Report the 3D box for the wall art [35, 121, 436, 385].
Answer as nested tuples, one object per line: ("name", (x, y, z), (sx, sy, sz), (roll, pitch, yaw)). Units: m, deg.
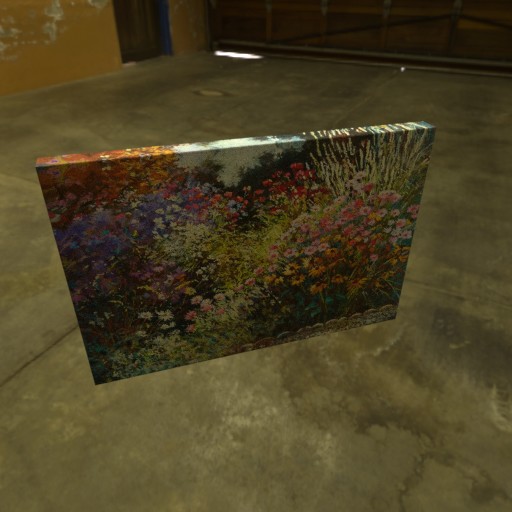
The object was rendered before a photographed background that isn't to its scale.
("wall art", (0.000, 0.000, 0.772), (0.610, 0.406, 0.037), (-9, 33, -15))
